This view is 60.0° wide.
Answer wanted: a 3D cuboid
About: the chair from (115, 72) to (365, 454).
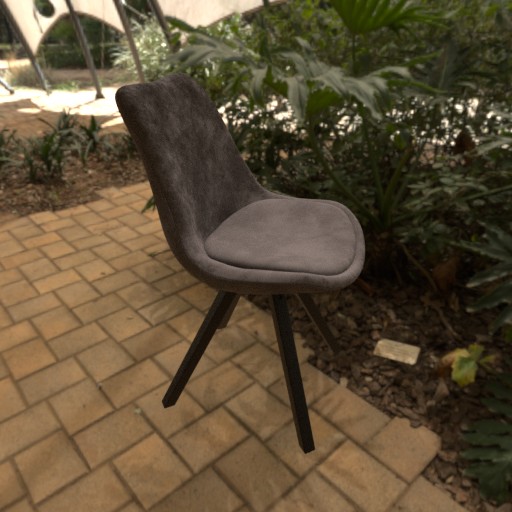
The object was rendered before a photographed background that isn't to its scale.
[{"bbox_3d":[0.000,0.000,1.163,0.550,0.850,0.485,10,30,17],"label":"chair"}]
